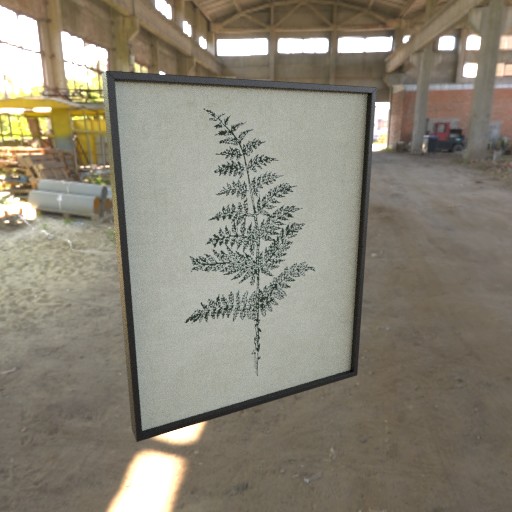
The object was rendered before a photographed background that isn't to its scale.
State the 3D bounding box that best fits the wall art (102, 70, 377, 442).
[{"bbox_3d":[0.000,0.000,0.753,0.449,0.555,0.039,-8,17,-26],"label":"wall art"}]
